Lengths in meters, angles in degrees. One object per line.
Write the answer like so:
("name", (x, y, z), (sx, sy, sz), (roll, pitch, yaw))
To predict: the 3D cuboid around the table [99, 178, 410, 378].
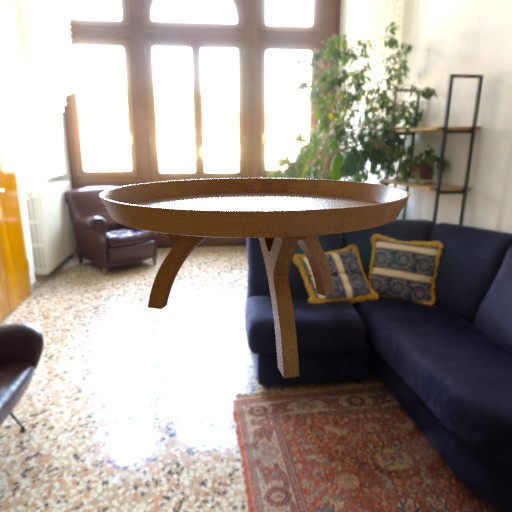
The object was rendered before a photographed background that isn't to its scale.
("table", (0.000, 0.000, 1.568), (1.016, 0.470, 1.016), (0, 14, 0))
